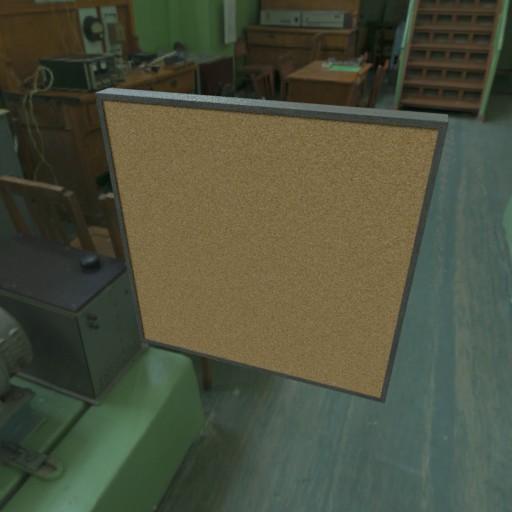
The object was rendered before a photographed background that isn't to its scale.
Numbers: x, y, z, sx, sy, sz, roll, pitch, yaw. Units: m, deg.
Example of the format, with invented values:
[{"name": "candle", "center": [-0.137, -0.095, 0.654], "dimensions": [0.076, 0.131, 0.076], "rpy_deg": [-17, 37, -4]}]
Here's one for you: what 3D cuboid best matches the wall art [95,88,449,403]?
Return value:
[{"name": "wall art", "center": [0.000, 0.000, 0.756], "dimensions": [0.507, 0.507, 0.037], "rpy_deg": [10, 33, 16]}]
